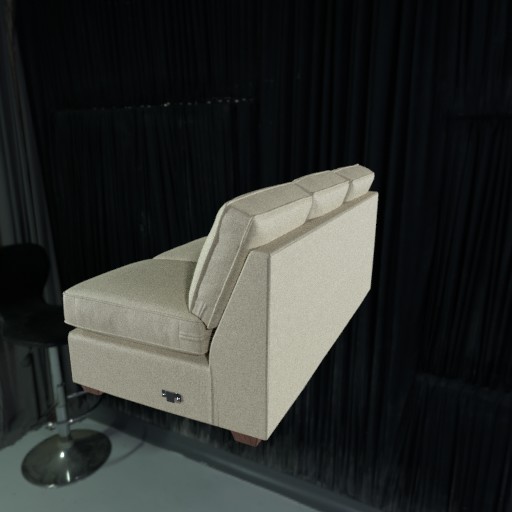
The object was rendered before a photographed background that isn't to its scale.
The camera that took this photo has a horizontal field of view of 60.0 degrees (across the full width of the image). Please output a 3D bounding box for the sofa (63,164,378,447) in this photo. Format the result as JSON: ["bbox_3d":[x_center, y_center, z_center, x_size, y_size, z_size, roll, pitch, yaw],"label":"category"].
[{"bbox_3d":[0.000,0.000,2.582,1.027,0.973,1.962,7,16,24],"label":"sofa"}]
